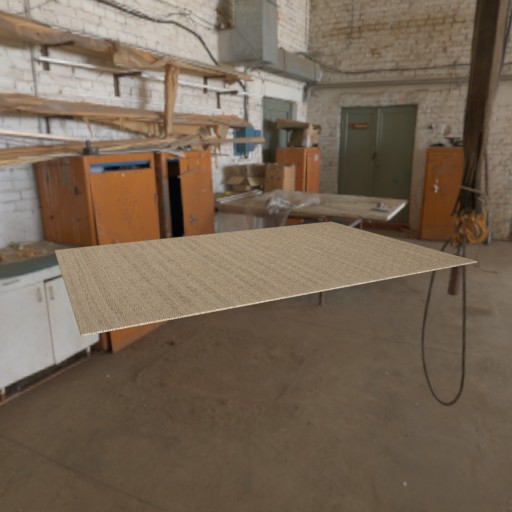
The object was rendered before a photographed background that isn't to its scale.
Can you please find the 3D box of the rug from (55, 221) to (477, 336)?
[{"bbox_3d":[0.000,0.000,2.188,1.752,0.006,1.142,-8,17,-26],"label":"rug"}]
